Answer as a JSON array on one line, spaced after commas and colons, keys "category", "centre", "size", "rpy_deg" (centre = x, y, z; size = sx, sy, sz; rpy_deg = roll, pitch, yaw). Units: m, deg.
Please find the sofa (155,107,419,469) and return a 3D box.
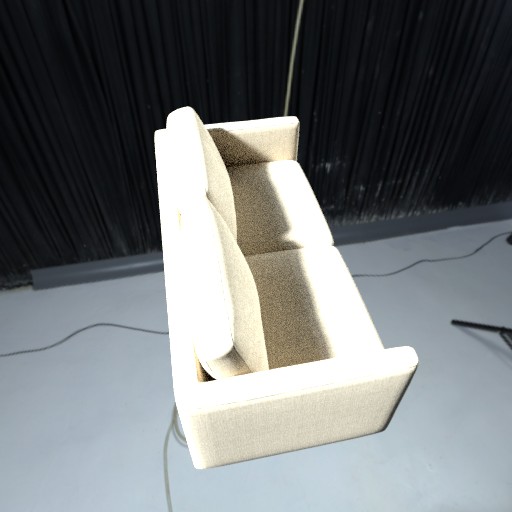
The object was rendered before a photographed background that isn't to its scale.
[{"category": "sofa", "centre": [0.000, 0.000, 2.418], "size": [0.950, 0.963, 1.884], "rpy_deg": [-8, 47, -8]}]
